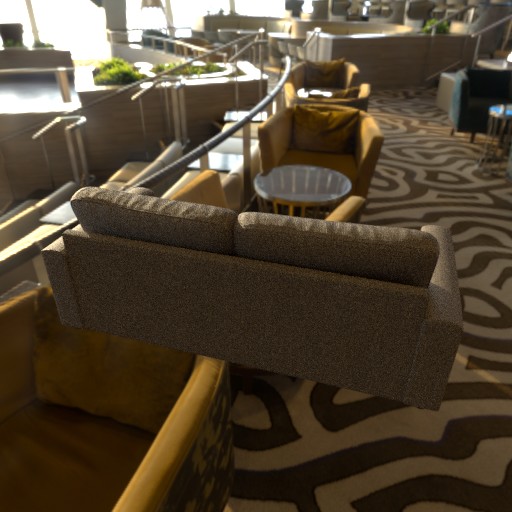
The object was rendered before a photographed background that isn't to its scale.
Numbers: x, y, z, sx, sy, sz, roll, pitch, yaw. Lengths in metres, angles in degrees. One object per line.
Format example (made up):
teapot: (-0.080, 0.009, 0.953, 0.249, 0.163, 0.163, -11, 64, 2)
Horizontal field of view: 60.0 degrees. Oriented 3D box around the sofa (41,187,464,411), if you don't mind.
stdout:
sofa: (0.000, 0.000, 2.632, 2.179, 0.873, 1.016, 9, 32, 15)
